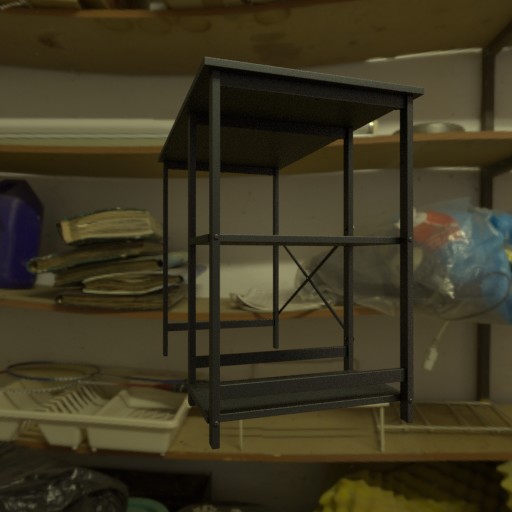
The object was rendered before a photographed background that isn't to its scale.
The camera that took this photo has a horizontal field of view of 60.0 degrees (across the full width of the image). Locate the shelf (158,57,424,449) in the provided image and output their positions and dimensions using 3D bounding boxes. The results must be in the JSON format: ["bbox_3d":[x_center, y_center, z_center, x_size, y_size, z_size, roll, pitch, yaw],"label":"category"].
[{"bbox_3d":[0.000,0.000,1.340,0.498,0.749,0.902,0,0,-18],"label":"shelf"}]
